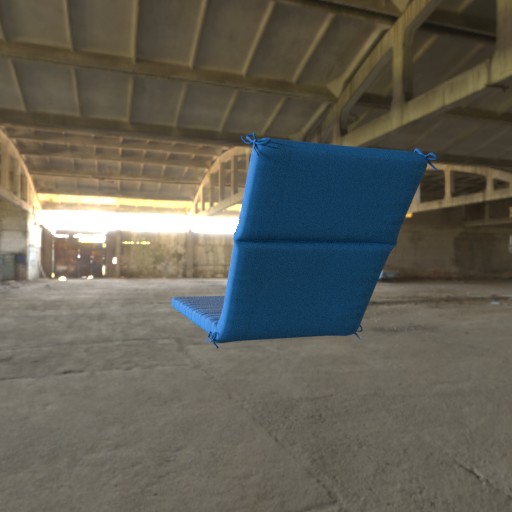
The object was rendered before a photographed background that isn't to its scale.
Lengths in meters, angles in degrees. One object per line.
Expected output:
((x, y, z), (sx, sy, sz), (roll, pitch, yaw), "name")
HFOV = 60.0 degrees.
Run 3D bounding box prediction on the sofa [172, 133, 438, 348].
((0.000, 0.000, 1.944), (0.582, 0.622, 1.663), (0, -1, -18), "sofa")
